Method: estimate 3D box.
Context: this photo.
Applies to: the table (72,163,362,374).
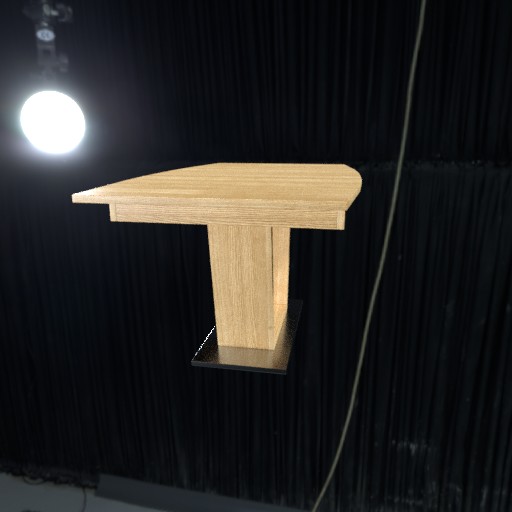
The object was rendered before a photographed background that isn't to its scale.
[{"bbox_3d":[0.000,0.000,2.053,0.900,0.748,1.598,3,15,10],"label":"table"}]
